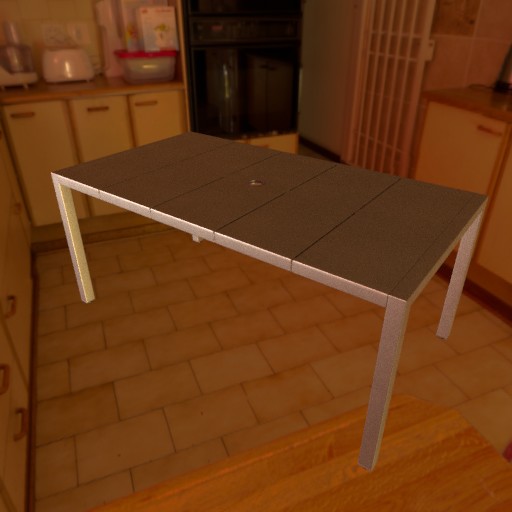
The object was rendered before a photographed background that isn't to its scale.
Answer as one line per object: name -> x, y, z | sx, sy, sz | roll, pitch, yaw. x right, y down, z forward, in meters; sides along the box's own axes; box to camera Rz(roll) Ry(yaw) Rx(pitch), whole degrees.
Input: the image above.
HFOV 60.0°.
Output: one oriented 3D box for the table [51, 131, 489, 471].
table -> 0.000, 0.000, 2.102 | 1.680, 0.735, 0.914 | 21, 36, 31
